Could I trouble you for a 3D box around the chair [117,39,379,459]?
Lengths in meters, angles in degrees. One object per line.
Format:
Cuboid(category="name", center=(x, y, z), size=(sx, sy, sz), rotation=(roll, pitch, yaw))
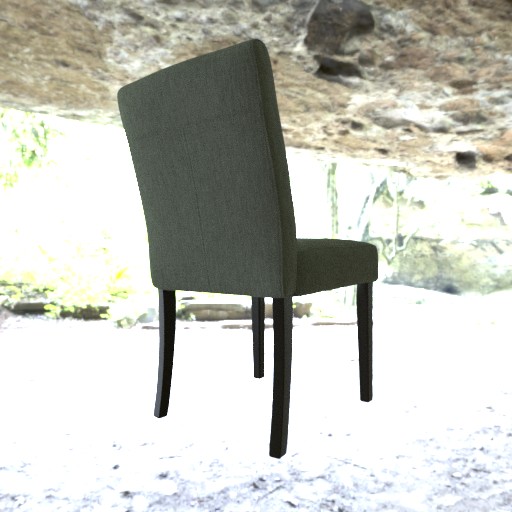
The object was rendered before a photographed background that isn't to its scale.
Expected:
Cuboid(category="chair", center=(0.000, 0.000, 1.237), size=(0.487, 0.884, 0.629), rotation=(0, 1, 37))
